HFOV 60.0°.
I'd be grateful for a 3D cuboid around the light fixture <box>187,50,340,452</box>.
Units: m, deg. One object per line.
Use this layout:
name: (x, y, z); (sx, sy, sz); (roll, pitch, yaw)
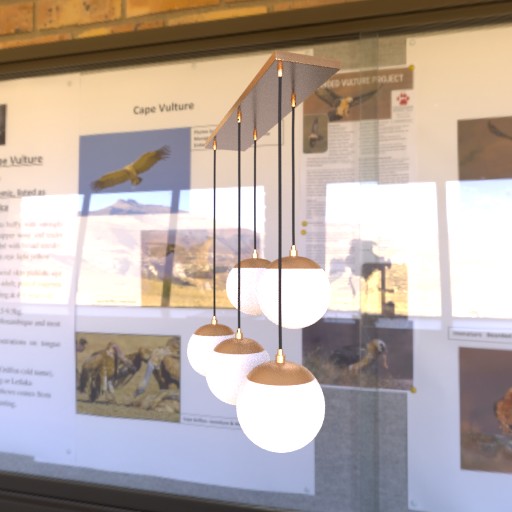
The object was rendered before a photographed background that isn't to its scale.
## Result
light fixture: (0.000, 0.000, 1.326); (0.299, 0.869, 0.863); (0, -1, -18)
